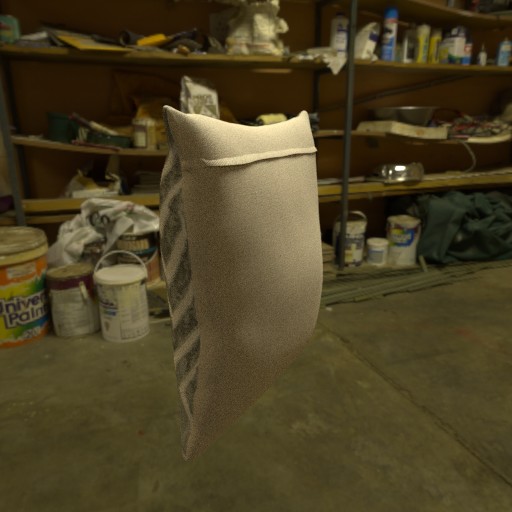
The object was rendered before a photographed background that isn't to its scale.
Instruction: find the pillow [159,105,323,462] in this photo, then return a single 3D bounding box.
[{"bbox_3d":[0.000,0.000,0.689,0.182,0.441,0.440,8,18,24],"label":"pillow"}]
